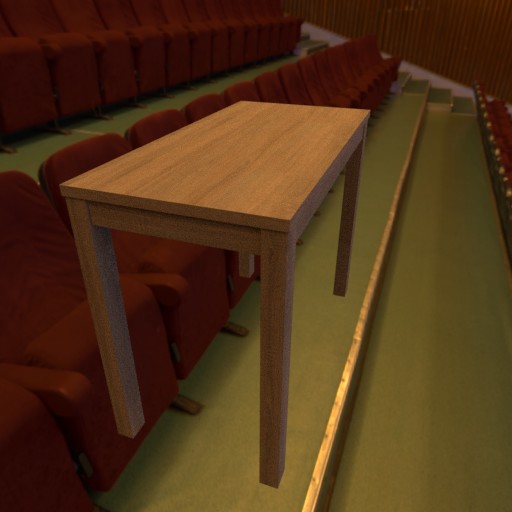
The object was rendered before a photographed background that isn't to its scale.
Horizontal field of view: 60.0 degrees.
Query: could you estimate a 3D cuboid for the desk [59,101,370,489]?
[{"bbox_3d":[0.000,0.000,1.428,0.495,0.762,0.991,10,31,18],"label":"desk"}]
